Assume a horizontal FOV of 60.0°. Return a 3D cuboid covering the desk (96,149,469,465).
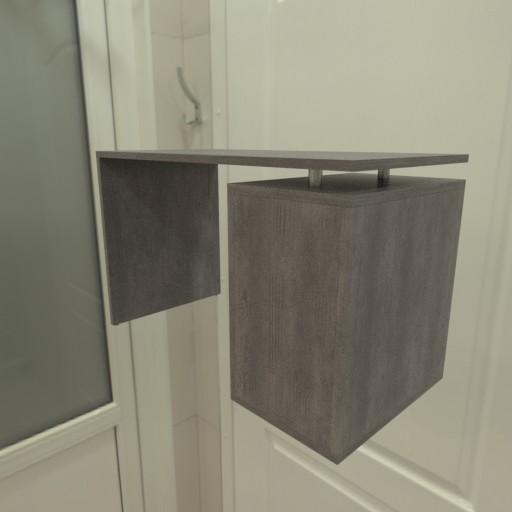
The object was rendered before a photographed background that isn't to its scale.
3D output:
[{"bbox_3d":[0.000,0.000,1.624,0.600,0.740,1.200,-14,20,-42],"label":"desk"}]
